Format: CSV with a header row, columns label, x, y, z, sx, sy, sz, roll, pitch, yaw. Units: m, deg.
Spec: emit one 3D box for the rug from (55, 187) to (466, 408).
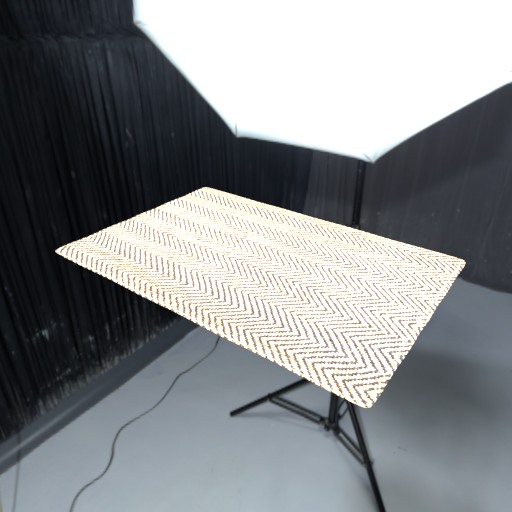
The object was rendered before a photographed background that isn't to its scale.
label,x,y,z,sx,sy,sz,roll,pitch,yaw
rug,0.000,0.000,2.349,1.828,0.008,1.219,20,35,31
